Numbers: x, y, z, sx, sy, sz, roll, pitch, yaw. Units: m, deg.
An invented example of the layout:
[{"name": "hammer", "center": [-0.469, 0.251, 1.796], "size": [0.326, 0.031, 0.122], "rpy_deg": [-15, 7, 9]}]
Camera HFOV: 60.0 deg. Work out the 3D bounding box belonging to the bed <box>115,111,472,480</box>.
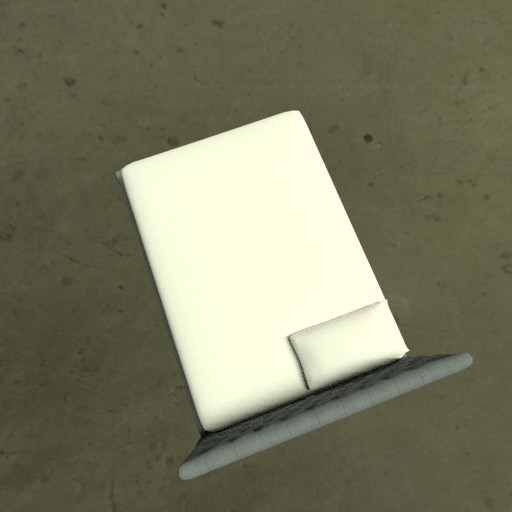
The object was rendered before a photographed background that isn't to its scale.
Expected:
[{"name": "bed", "center": [0.000, 0.000, 3.275], "size": [1.698, 1.411, 2.335], "rpy_deg": [-20, 76, -5]}]
